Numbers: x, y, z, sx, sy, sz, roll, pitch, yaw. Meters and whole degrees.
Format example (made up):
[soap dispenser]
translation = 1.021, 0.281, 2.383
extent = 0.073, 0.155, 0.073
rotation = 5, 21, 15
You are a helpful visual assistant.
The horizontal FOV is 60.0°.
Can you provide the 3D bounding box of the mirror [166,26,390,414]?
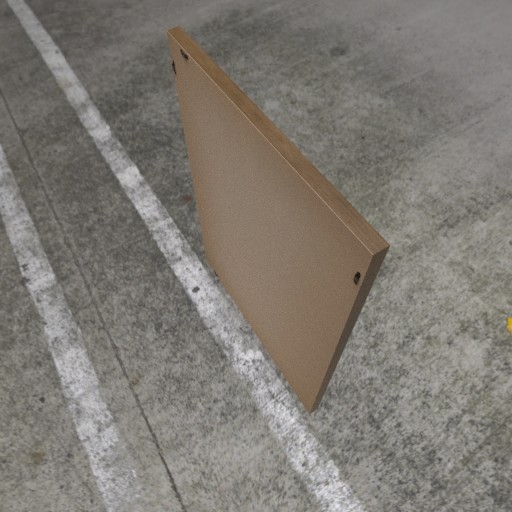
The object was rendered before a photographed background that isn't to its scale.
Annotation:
[mirror]
translation = 0.000, 0.000, 1.315
extent = 0.041, 1.016, 0.762
rotation = -28, 61, -17
